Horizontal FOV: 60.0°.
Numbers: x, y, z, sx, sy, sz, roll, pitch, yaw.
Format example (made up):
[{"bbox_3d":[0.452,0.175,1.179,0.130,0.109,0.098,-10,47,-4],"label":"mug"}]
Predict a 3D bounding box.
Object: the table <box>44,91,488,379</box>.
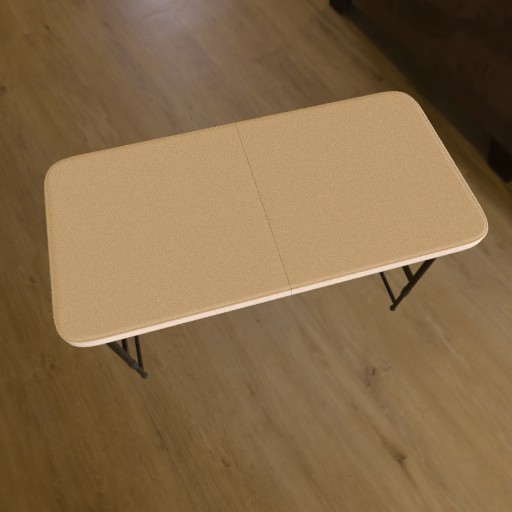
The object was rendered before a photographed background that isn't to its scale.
[{"bbox_3d":[0.000,0.000,1.625,1.245,0.737,0.611,-14,64,-7],"label":"table"}]
